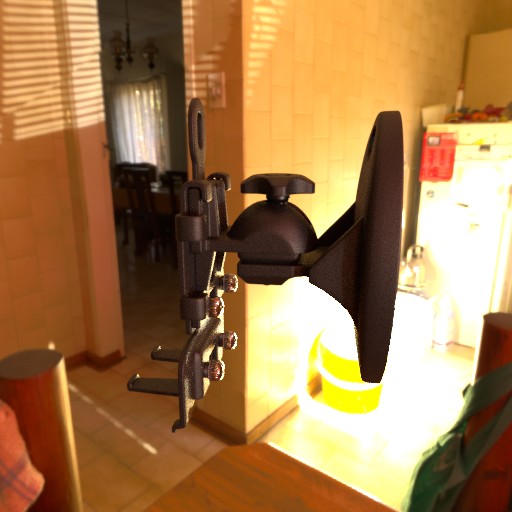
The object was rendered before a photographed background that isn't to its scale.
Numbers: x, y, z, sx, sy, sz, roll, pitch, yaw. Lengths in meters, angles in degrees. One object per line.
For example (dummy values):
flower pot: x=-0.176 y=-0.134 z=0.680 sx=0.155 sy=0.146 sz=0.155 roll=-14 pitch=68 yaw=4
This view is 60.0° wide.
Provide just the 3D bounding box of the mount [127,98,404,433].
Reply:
mount: x=0.000 y=0.000 z=0.174 sx=0.100 sy=0.118 sz=0.066 roll=2 pitch=15 yaw=8
